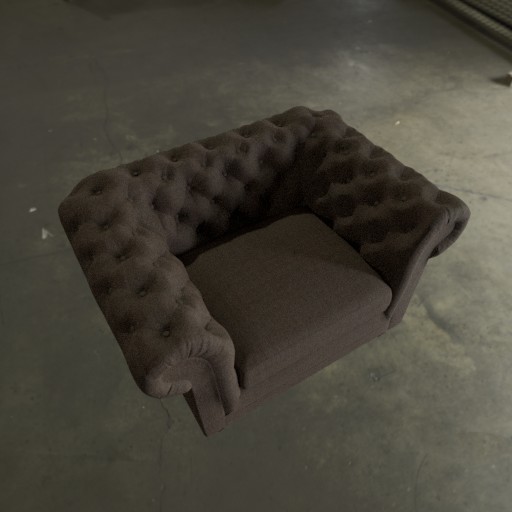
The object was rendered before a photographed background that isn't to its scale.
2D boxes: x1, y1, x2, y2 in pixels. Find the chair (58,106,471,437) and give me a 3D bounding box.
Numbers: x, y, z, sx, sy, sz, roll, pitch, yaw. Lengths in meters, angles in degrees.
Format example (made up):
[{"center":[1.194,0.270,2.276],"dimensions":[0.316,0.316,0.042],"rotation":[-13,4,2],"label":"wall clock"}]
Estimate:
[{"center":[0.000,0.000,1.857],"dimensions":[1.298,0.780,0.945],"rotation":[-24,52,-21],"label":"chair"}]
